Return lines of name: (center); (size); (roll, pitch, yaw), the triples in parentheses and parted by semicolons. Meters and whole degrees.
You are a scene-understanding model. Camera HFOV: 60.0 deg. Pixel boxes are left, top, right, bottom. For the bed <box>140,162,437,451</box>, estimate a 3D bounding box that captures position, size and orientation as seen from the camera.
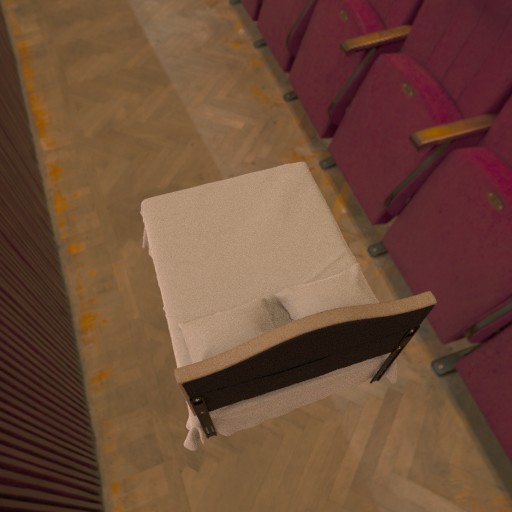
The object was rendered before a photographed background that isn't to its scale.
bed: (0.000, 0.000, 3.553); (1.876, 1.645, 2.221); (-15, 59, -10)
